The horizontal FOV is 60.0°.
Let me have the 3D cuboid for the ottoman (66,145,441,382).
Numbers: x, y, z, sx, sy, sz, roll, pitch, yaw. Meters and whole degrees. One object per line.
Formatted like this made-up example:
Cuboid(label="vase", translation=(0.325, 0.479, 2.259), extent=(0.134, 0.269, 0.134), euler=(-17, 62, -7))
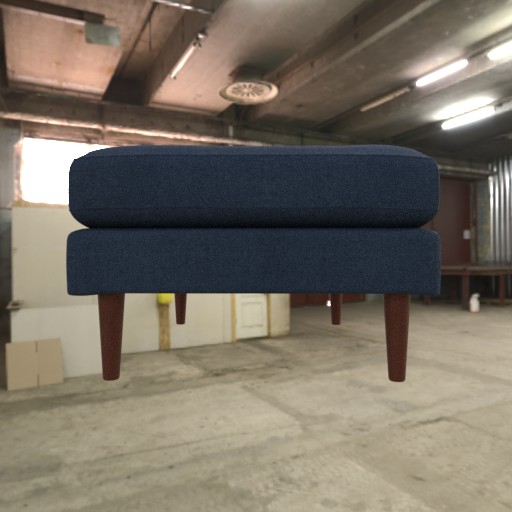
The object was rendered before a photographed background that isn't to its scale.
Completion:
Cuboid(label="ottoman", translation=(0.000, 0.000, 1.204), extent=(0.693, 0.474, 0.821), euler=(0, 0, 1))
